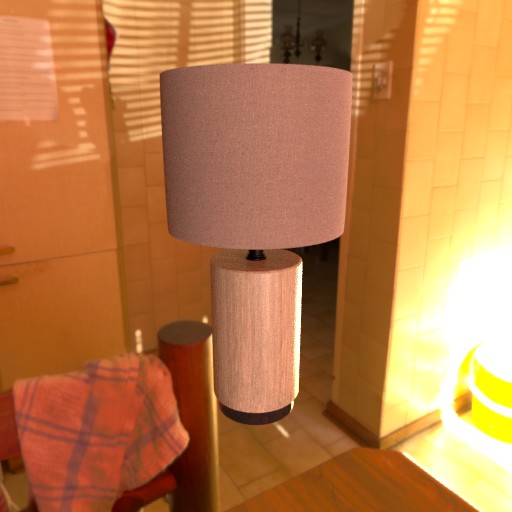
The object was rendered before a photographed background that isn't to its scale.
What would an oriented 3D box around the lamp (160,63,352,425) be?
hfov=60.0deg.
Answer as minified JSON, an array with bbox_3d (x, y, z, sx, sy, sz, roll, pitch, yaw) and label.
[{"bbox_3d":[0.000,0.000,0.590,0.228,0.444,0.228,8,18,27],"label":"lamp"}]
